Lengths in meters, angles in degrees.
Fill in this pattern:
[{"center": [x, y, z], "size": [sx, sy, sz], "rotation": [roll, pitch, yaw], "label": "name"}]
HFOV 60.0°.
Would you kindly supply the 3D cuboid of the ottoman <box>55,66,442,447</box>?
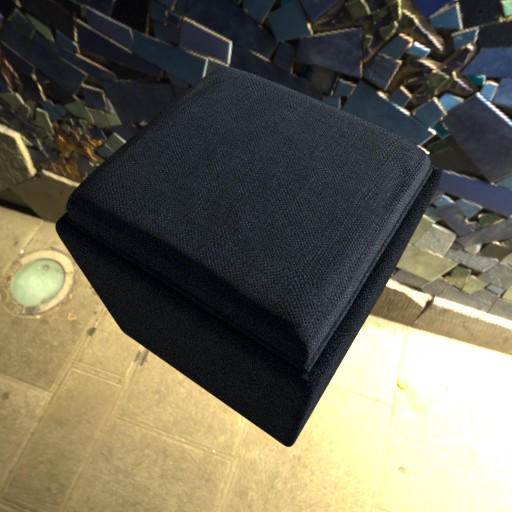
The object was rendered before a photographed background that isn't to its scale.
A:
[{"center": [0.000, 0.000, 0.837], "size": [0.454, 0.493, 0.436], "rotation": [30, 63, 17], "label": "ottoman"}]
